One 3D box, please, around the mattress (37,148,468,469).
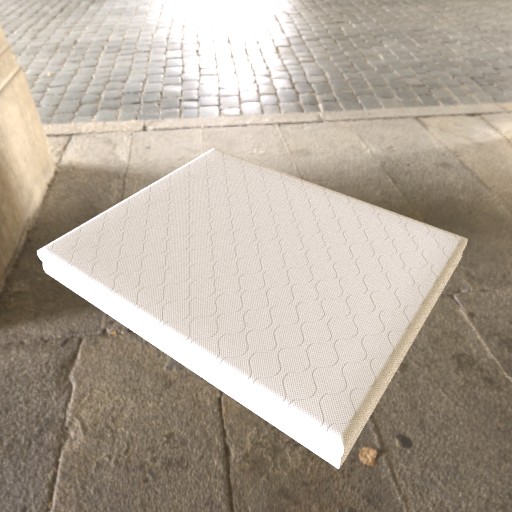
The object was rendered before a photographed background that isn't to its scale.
[{"bbox_3d":[0.000,0.000,2.672,2.000,0.200,1.600,25,47,27],"label":"mattress"}]
